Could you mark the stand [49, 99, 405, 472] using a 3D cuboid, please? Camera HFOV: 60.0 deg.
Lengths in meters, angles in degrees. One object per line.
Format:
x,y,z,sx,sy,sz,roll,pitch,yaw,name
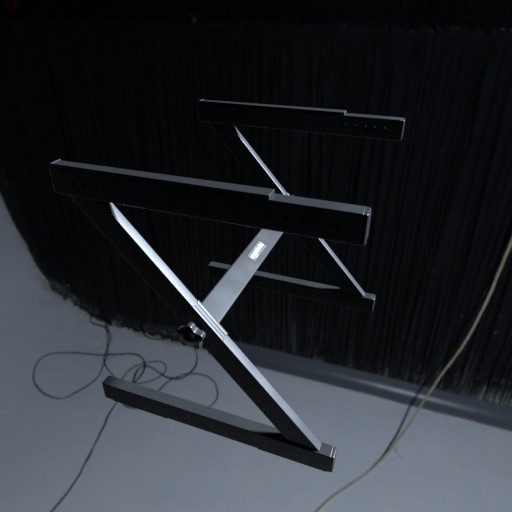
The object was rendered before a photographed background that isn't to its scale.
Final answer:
0.000,0.000,1.130,0.586,0.617,0.700,11,32,18,stand
